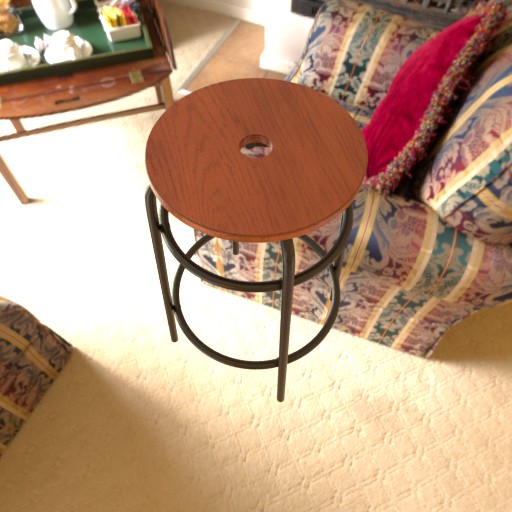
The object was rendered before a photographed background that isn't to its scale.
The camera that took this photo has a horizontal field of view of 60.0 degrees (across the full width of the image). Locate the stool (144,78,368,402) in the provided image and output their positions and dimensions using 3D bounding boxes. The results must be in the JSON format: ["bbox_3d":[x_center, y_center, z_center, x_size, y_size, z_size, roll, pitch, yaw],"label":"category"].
[{"bbox_3d":[0.000,0.000,0.924,0.455,0.610,0.455,-13,58,-8],"label":"stool"}]
